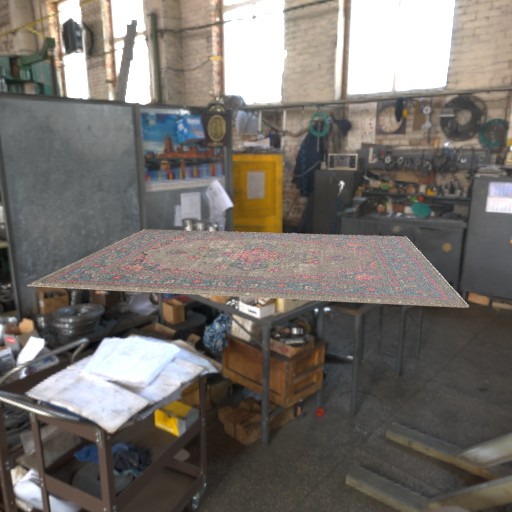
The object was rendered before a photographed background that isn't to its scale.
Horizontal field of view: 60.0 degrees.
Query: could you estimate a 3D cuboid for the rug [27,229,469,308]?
[{"bbox_3d":[0.000,0.000,2.953,2.214,0.013,1.609,2,14,8],"label":"rug"}]
